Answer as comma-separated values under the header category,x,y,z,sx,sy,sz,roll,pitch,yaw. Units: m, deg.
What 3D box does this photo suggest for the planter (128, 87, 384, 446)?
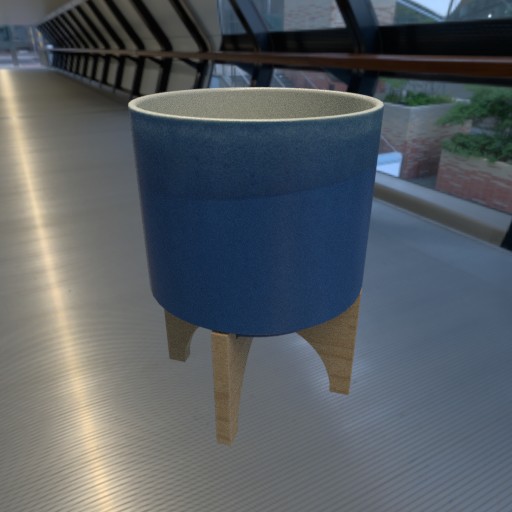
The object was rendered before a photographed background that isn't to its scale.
category,x,y,z,sx,sy,sz,roll,pitch,yaw
planter,0.000,0.000,0.547,0.261,0.367,0.261,0,26,0
